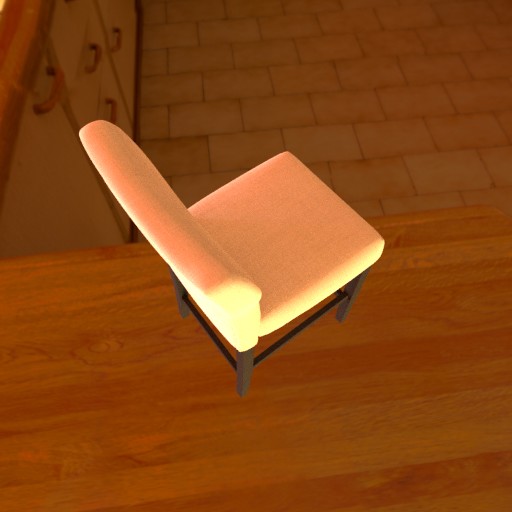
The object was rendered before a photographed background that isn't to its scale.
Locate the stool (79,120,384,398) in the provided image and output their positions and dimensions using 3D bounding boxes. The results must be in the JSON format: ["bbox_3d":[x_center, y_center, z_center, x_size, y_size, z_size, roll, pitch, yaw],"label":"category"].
[{"bbox_3d":[0.000,0.000,1.314,0.603,0.972,0.514,-33,64,-18],"label":"stool"}]
